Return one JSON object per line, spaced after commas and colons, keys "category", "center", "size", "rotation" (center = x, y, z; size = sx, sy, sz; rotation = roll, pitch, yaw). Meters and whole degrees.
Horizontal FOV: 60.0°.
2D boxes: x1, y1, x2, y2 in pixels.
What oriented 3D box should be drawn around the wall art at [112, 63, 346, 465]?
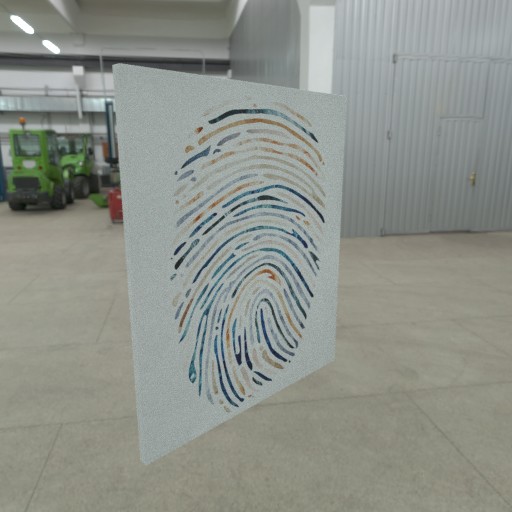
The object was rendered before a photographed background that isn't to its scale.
{"category": "wall art", "center": [0.000, 0.000, 0.973], "size": [0.609, 0.710, 0.021], "rotation": [-13, 19, -43]}
